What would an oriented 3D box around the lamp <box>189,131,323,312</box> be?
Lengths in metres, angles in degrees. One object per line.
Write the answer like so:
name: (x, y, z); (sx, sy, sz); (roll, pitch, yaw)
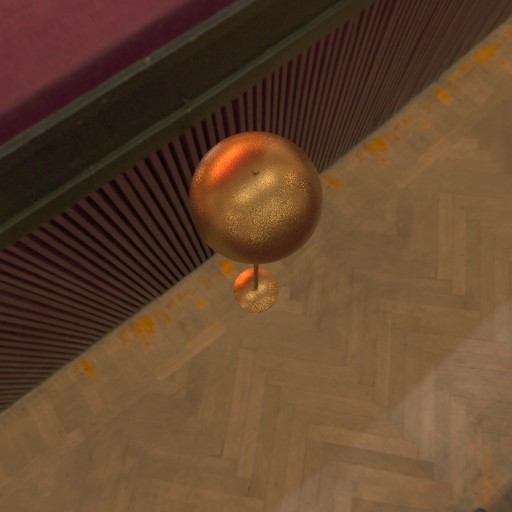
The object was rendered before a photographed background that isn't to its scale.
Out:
lamp: (0.000, 0.000, 1.646); (0.328, 1.480, 0.328); (-35, 79, -8)
